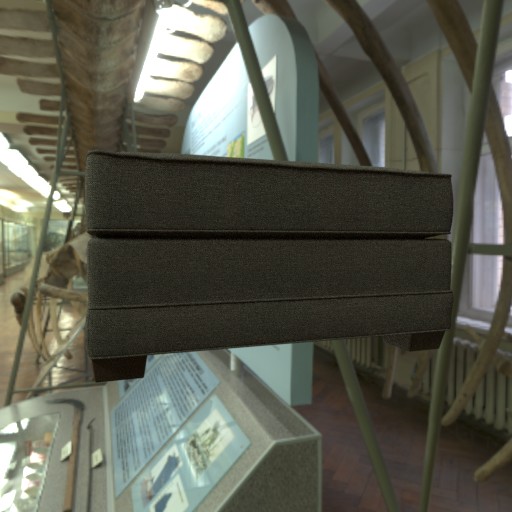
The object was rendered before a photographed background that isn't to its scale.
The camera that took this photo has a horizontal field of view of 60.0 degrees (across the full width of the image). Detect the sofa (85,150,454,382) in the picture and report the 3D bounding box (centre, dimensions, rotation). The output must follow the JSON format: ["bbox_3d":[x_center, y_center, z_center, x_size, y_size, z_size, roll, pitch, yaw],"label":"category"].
[{"bbox_3d":[0.000,0.000,1.204,0.854,0.457,0.578,-1,2,-19],"label":"sofa"}]
